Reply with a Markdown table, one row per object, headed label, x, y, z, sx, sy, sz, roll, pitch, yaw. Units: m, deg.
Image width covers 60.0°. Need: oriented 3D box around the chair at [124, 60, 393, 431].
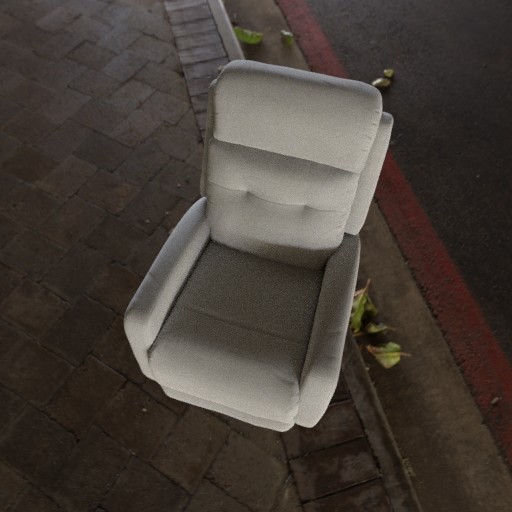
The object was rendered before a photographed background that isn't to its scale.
| label | x | y | z | sx | sy | sz | roll | pitch | yaw |
| --- | --- | --- | --- | --- | --- | --- | --- | --- | --- |
| chair | 0.000 | 0.000 | 1.691 | 0.798 | 1.013 | 1.043 | 15 | 61 | 9 |
